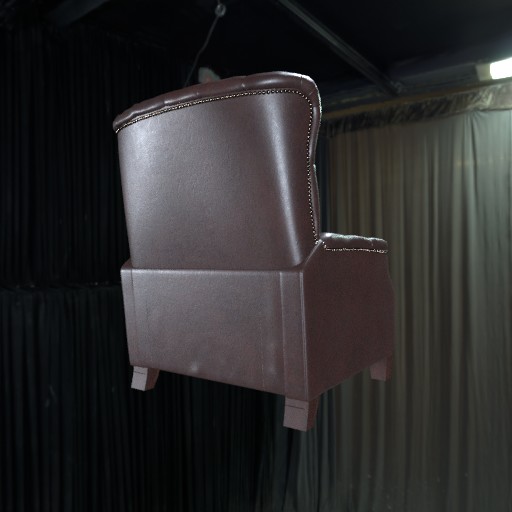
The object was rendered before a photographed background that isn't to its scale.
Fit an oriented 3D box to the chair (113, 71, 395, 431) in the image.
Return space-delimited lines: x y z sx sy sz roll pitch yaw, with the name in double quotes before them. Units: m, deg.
"chair" 0.000 0.000 1.470 0.709 0.864 0.823 -1 -1 36
